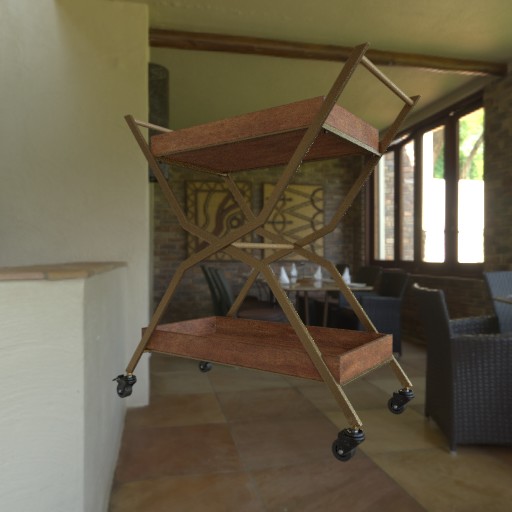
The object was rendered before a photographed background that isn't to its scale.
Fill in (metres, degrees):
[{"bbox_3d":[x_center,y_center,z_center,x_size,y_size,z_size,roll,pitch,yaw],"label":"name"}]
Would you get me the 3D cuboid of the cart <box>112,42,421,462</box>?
[{"bbox_3d":[0.000,0.000,1.296,0.836,0.869,0.405,0,0,36],"label":"cart"}]
